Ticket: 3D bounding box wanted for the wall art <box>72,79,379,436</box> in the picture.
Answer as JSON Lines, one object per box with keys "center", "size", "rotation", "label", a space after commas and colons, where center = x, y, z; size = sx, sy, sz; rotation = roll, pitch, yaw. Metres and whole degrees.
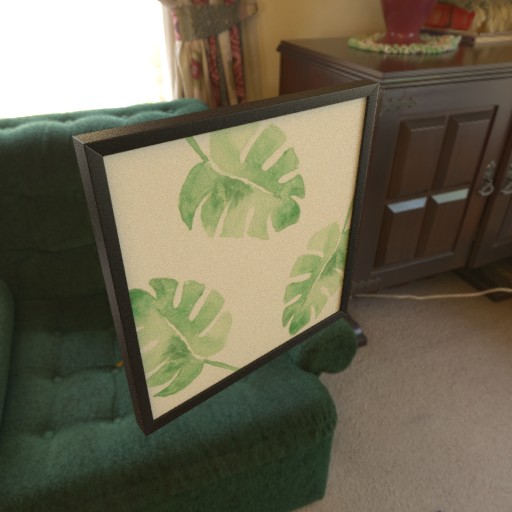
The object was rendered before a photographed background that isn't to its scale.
{"center": [0.000, 0.000, 0.761], "size": [0.508, 0.508, 0.036], "rotation": [-23, 39, -32], "label": "wall art"}
